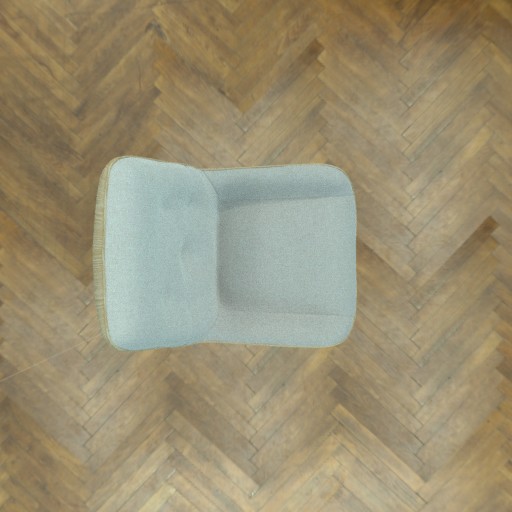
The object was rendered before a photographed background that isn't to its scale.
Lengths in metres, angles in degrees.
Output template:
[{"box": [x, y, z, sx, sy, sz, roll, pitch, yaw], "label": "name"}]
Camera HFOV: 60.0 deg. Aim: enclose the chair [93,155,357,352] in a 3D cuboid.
[{"box": [0.000, 0.000, 1.356, 0.668, 0.952, 0.564, 0, 89, 0], "label": "chair"}]
